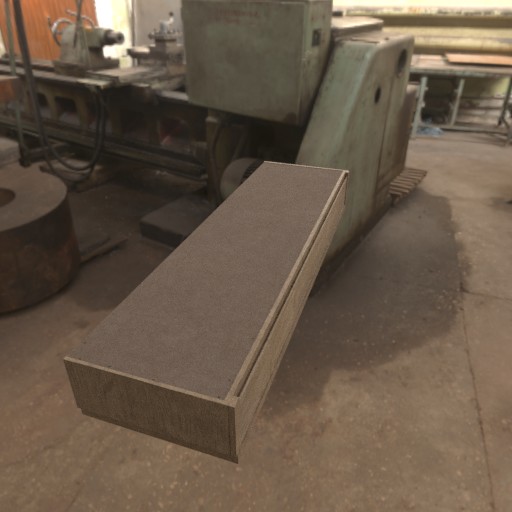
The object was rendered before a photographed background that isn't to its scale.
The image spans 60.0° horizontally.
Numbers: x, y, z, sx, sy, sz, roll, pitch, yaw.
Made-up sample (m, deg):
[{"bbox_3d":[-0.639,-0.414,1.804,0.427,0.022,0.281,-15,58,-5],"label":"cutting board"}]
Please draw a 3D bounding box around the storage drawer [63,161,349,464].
[{"bbox_3d":[0.000,0.000,2.249,0.591,0.274,2.072,10,32,16],"label":"storage drawer"}]
